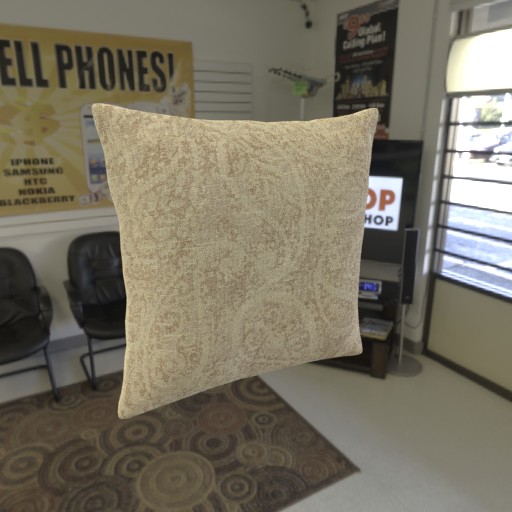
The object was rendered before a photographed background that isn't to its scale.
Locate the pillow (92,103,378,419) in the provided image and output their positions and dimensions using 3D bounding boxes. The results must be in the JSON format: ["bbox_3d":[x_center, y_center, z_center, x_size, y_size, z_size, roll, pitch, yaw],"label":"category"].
[{"bbox_3d":[0.000,0.000,0.793,0.523,0.510,0.166,-8,18,-26],"label":"pillow"}]
